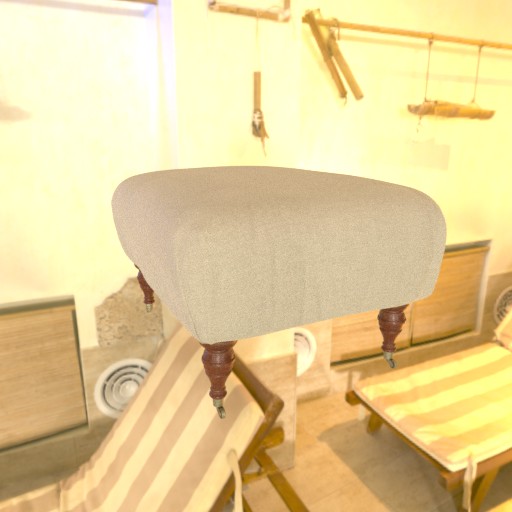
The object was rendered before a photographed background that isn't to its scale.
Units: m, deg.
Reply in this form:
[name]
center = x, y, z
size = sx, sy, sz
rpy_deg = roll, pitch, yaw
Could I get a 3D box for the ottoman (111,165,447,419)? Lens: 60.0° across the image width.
[ottoman]
center = 0.000, 0.000, 1.162
size = 0.622, 0.450, 0.746
rpy_deg = -7, 16, -26
